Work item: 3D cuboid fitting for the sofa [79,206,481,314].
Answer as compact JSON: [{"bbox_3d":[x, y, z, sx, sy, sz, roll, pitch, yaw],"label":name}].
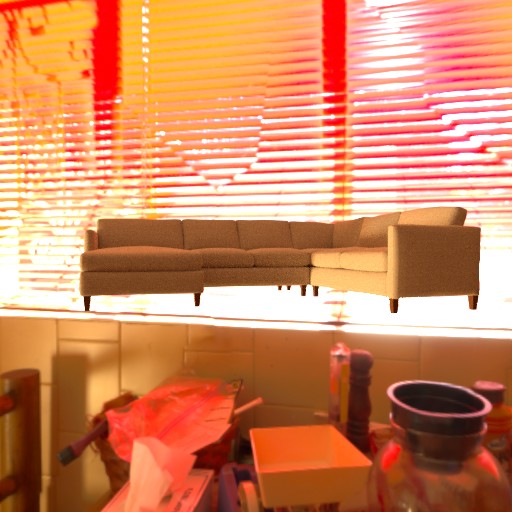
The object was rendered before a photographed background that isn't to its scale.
[{"bbox_3d":[0.000,0.000,4.650,3.460,0.961,2.594,0,0,-17],"label":"sofa"}]
